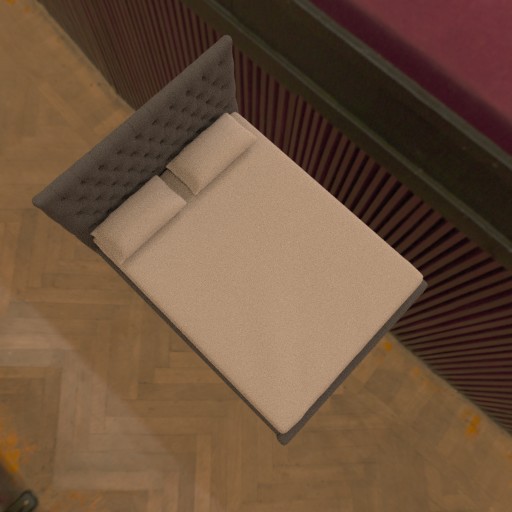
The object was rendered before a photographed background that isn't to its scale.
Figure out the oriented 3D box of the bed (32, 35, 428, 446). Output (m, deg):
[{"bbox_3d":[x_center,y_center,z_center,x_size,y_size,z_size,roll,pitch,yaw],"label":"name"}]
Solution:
[{"bbox_3d":[0.000,0.000,3.321,2.231,1.427,1.698,43,80,10],"label":"bed"}]
